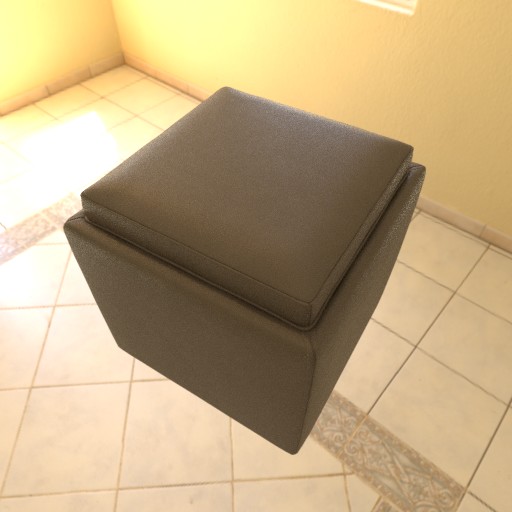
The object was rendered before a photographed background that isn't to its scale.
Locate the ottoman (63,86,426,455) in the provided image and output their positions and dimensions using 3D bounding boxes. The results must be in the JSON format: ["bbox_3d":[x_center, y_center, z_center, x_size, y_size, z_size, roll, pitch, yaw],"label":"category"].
[{"bbox_3d":[0.000,0.000,0.838,0.451,0.460,0.450,25,53,20],"label":"ottoman"}]
